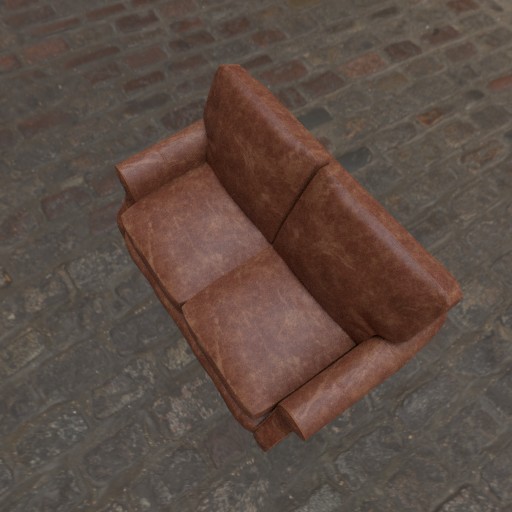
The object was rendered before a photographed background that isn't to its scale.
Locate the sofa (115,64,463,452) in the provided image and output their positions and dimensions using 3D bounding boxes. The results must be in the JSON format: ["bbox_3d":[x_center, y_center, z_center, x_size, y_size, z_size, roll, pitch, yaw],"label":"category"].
[{"bbox_3d":[0.000,0.000,2.166,0.990,0.967,1.616,-32,67,-15],"label":"sofa"}]
